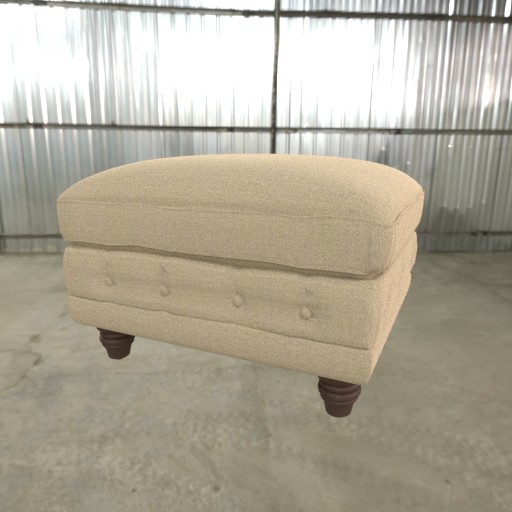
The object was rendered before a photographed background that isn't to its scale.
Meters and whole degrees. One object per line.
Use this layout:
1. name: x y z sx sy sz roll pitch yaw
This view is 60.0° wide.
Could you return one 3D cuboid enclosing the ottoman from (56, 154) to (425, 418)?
1. ottoman: 0.000 0.000 1.034 0.684 0.463 0.541 6 15 25
